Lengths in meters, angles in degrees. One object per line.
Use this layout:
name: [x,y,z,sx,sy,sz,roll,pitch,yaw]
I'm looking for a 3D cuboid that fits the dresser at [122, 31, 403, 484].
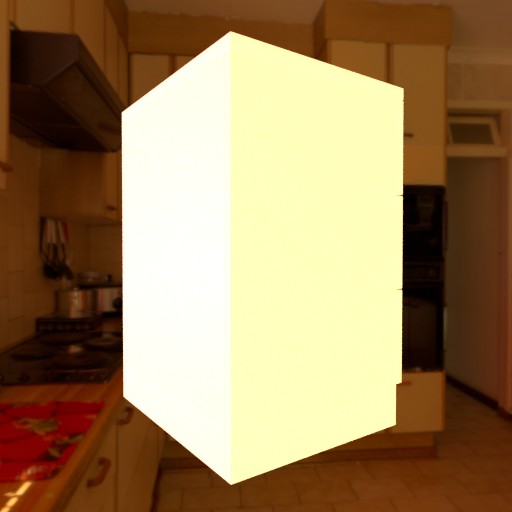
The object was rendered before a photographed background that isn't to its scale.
dresser: [0.000,0.000,0.814,0.360,0.560,0.400,-1,1,-35]
